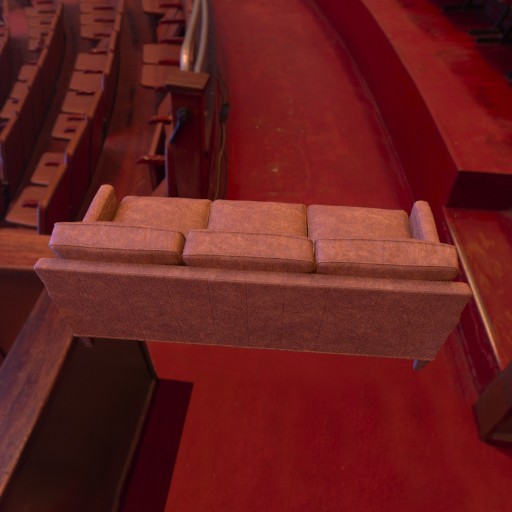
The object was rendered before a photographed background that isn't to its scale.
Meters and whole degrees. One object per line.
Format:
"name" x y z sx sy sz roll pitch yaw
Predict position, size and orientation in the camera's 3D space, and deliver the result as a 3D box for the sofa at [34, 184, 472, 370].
"sofa" 0.000 0.000 2.781 2.246 1.003 1.084 3 45 3
